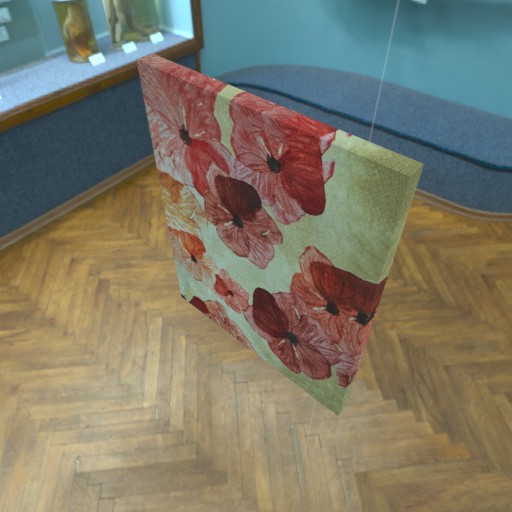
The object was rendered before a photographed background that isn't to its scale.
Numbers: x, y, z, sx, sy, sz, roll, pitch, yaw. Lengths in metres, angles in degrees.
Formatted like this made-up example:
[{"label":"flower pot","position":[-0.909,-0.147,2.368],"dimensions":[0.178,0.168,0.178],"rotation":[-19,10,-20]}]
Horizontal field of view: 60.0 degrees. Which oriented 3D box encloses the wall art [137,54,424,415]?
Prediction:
[{"label":"wall art","position":[0.000,0.000,0.694],"dimensions":[0.406,0.508,0.028],"rotation":[32,54,27]}]
